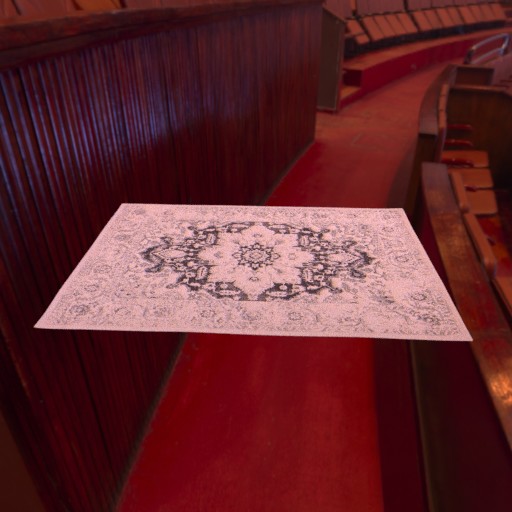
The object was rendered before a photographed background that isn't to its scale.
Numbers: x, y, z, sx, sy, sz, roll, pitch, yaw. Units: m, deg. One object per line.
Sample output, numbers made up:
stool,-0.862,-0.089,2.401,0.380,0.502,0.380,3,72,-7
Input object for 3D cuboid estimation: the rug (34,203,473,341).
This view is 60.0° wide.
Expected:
rug,0.000,0.000,2.336,1.813,0.008,1.223,1,32,2
